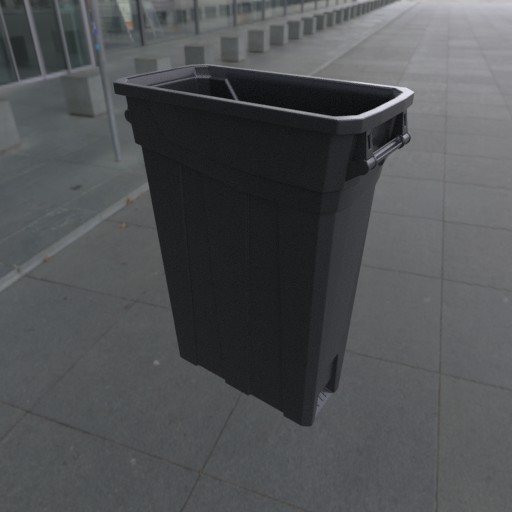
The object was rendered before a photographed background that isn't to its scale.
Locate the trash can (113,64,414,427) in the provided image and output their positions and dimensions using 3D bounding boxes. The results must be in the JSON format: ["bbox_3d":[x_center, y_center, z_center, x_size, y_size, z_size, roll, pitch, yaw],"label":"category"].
[{"bbox_3d":[0.000,0.000,1.040,0.559,0.762,0.281,20,37,30],"label":"trash can"}]
